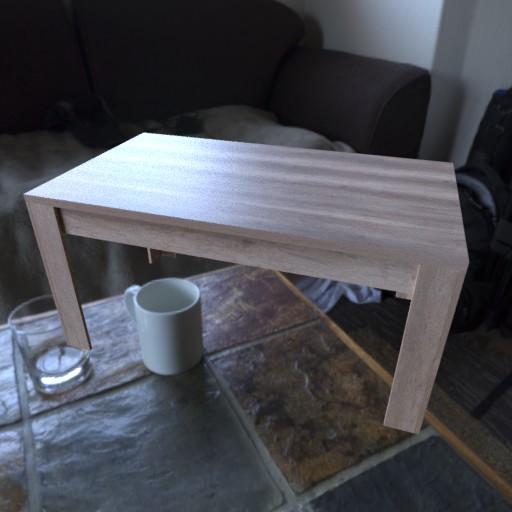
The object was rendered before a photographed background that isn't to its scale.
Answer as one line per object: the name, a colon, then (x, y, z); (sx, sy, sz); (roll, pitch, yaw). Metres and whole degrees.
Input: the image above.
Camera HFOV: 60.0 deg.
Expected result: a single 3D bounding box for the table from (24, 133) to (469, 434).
table: (0.000, 0.000, 2.068); (1.600, 0.775, 0.900); (10, 32, 15)
